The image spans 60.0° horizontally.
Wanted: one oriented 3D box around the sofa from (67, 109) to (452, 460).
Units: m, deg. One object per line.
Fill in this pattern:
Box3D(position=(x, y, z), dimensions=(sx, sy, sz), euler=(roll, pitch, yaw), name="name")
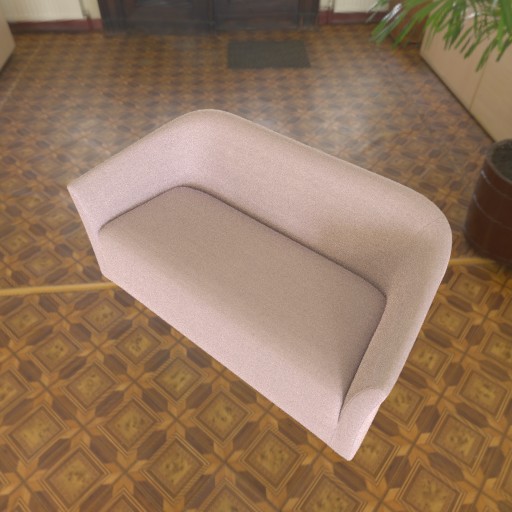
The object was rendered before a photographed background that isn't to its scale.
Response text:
Box3D(position=(0.000, 0.000, 1.832), dimensions=(1.452, 0.721, 0.705), euler=(30, 53, 26), name="sofa")
